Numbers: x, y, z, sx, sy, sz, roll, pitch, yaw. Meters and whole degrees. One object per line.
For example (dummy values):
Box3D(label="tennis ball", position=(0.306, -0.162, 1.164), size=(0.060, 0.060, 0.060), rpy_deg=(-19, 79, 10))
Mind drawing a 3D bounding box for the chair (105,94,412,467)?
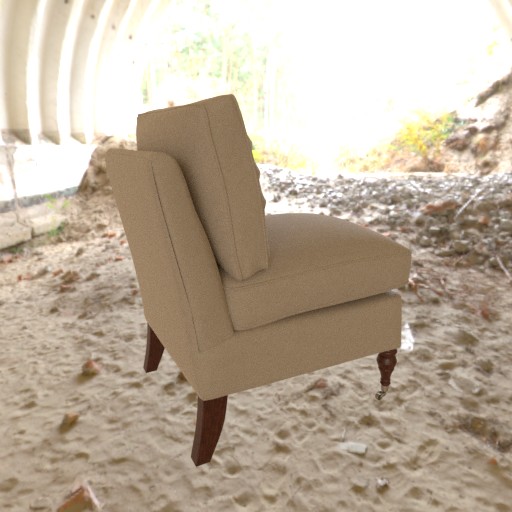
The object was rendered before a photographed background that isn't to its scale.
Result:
Box3D(label="chair", position=(0.000, 0.000, 1.629), size=(0.912, 1.052, 0.724), rpy_deg=(-7, 16, -26))
